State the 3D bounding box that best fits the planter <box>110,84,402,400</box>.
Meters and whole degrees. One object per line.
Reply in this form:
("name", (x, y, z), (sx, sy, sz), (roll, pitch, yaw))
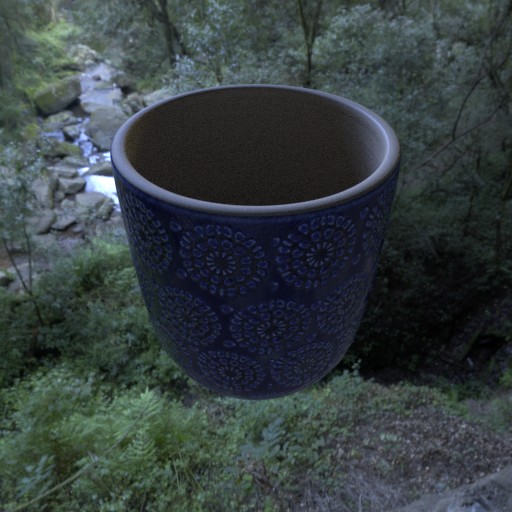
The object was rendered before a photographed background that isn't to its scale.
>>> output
("planter", (0.000, 0.000, 0.349), (0.184, 0.206, 0.184), (0, 40, 0))
